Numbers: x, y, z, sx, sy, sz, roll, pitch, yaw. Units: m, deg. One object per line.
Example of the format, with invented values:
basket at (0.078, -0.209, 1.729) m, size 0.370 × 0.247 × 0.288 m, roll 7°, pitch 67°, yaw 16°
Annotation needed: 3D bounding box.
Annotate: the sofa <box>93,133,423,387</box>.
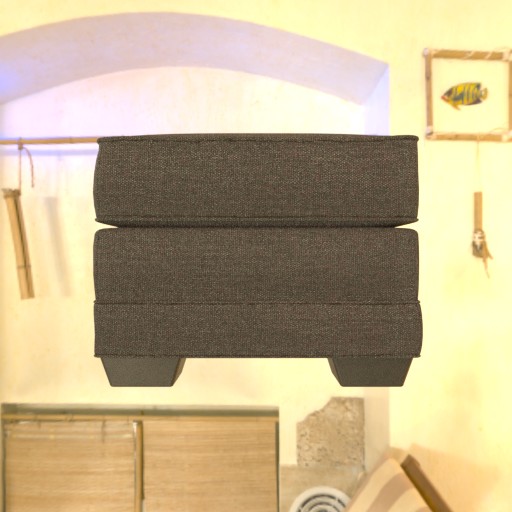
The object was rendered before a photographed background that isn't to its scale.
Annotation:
sofa at (0.000, 0.000, 1.173) m, size 0.578 × 0.457 × 0.854 m, roll 0°, pitch 0°, yaw 0°
